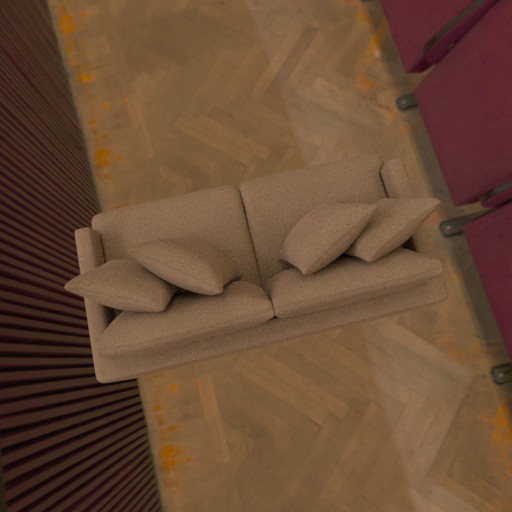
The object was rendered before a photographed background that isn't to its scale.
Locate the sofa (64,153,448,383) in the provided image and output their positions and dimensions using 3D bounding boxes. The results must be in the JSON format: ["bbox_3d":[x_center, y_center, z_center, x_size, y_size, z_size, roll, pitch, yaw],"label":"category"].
[{"bbox_3d":[0.000,0.000,3.120,2.380,1.084,1.228,-13,77,-3],"label":"sofa"}]
